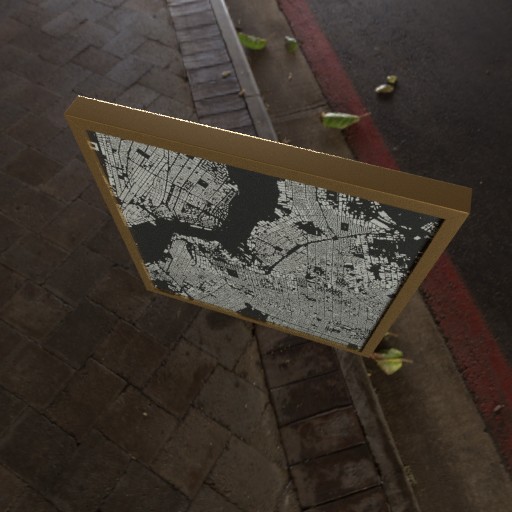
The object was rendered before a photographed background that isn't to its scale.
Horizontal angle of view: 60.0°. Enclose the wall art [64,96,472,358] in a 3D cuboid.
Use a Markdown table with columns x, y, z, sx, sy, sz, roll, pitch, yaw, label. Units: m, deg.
| x | y | z | sx | sy | sz | roll | pitch | yaw | label |
| --- | --- | --- | --- | --- | --- | --- | --- | --- | --- |
| 0.000 | 0.000 | 0.454 | 0.305 | 0.305 | 0.023 | 16 | 61 | 9 | wall art |
